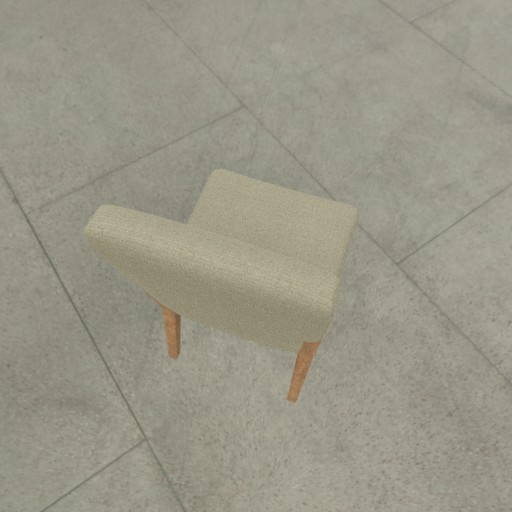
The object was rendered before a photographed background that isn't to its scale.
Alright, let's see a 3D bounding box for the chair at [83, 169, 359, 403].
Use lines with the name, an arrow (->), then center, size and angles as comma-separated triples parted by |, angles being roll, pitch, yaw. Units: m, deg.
chair -> 0.000, 0.000, 1.282 | 0.507, 0.911, 0.586 | 17, 63, 9
